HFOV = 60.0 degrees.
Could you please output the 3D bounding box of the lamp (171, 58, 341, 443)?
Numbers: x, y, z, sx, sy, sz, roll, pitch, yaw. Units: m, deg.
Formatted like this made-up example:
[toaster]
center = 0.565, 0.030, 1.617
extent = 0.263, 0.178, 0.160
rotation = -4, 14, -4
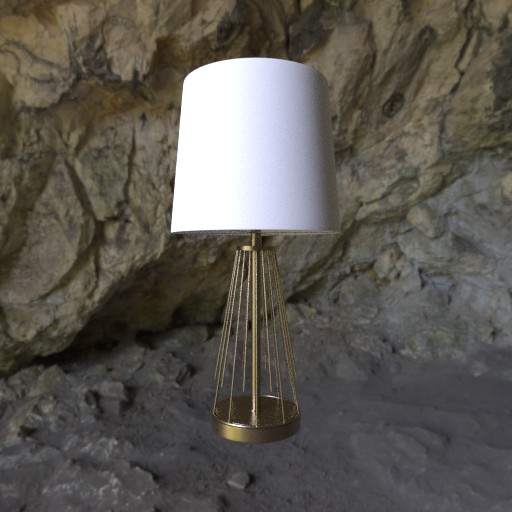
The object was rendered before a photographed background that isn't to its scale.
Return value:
[lamp]
center = 0.000, 0.000, 0.807
extent = 0.303, 0.618, 0.303
rotation = 0, 1, 0
